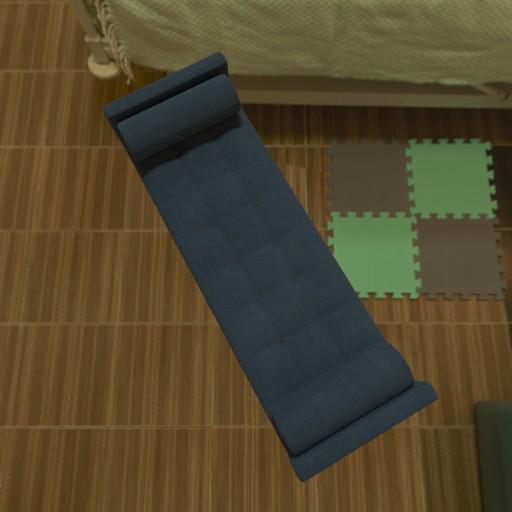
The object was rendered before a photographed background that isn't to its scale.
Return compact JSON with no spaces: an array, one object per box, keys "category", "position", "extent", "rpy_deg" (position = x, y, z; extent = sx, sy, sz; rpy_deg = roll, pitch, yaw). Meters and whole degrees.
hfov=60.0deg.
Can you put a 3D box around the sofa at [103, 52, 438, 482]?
[{"category":"sofa","position":[0.000,0.000,2.335],"extent":[0.686,0.635,1.981],"rpy_deg":[-28,77,-7]}]
